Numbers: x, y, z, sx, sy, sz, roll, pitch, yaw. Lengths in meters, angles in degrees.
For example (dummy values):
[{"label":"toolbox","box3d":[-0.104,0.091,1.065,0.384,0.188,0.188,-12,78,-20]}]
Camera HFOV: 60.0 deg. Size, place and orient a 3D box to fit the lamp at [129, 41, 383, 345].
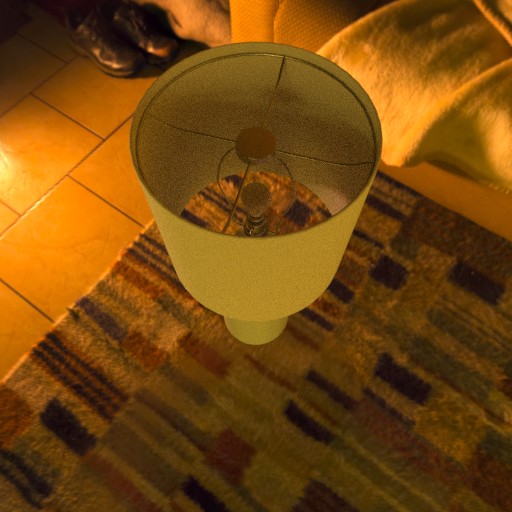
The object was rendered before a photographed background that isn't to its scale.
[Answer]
[{"label":"lamp","box3d":[0.000,0.000,0.594,0.212,0.493,0.212,14,65,7]}]
